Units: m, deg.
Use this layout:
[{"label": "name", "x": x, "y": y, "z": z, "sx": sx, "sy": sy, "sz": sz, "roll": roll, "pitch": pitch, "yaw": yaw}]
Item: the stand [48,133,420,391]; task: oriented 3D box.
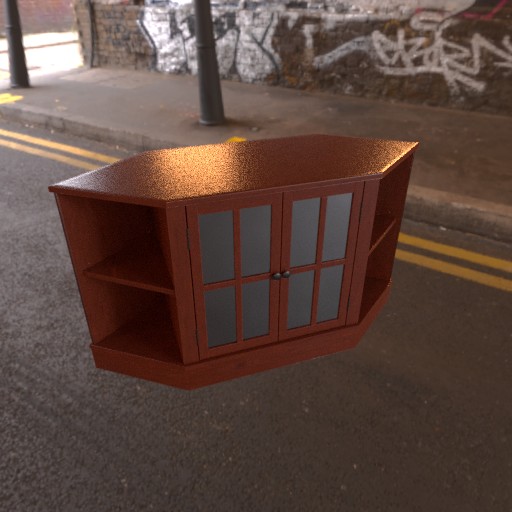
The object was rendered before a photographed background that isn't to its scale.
[{"label": "stand", "x": 0.000, "y": 0.000, "z": 1.385, "sx": 1.072, "sy": 0.614, "sz": 0.381, "roll": -10, "pitch": 33, "yaw": -16}]
